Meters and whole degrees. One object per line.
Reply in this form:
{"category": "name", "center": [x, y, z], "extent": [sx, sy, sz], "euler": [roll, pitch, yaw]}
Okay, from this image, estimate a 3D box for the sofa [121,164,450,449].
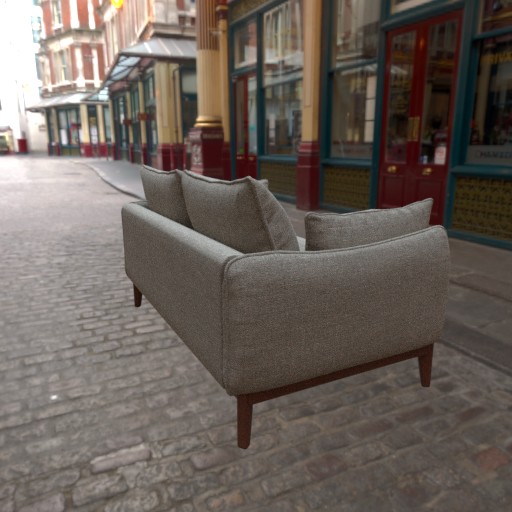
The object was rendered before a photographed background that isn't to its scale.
{"category": "sofa", "center": [0.000, 0.000, 2.139], "extent": [0.972, 0.851, 1.580], "euler": [-7, 15, -27]}
